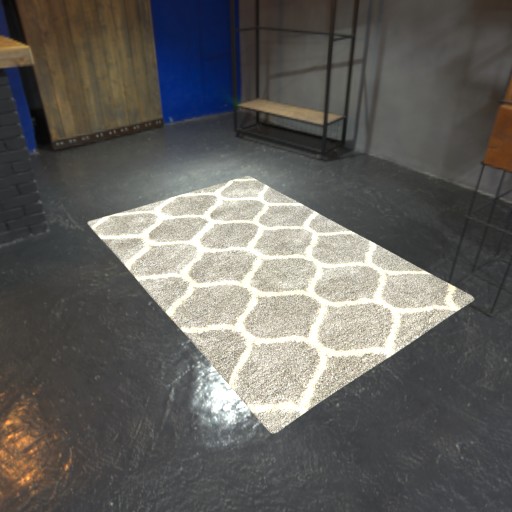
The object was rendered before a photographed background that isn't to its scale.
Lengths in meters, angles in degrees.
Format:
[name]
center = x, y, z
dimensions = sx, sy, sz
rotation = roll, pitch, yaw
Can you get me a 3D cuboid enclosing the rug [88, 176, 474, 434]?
[rug]
center = 0.000, 0.000, 3.537
dimensions = 1.801, 0.026, 2.701
rotation = -22, 39, -30
